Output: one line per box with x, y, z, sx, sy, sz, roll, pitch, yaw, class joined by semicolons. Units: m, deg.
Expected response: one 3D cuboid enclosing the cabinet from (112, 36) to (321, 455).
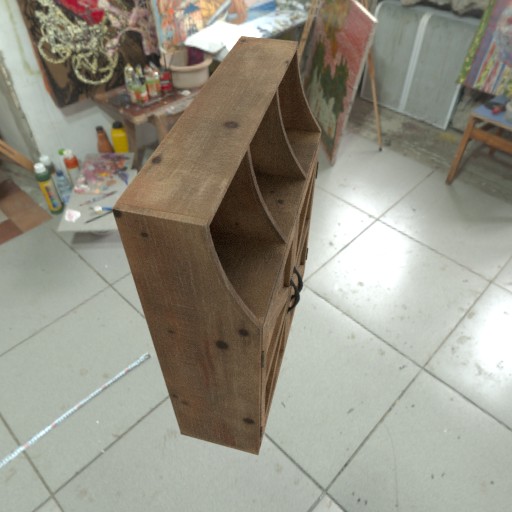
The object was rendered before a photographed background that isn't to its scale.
0.000;0.000;0.823;0.184;0.590;0.489;11;47;10;cabinet
